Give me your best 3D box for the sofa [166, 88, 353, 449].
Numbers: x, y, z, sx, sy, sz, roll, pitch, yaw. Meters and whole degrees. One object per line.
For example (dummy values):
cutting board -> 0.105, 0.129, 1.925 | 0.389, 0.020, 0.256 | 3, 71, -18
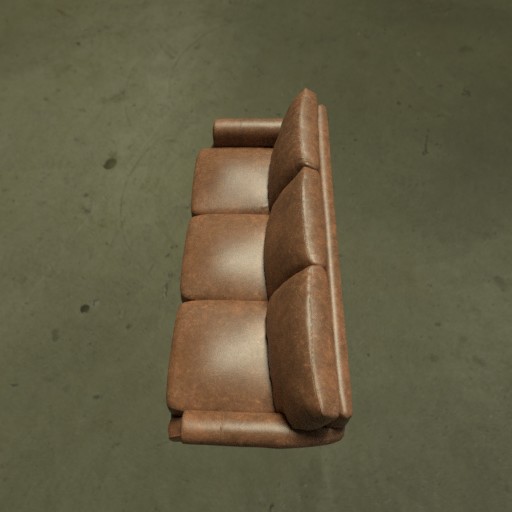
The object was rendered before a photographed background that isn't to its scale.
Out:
sofa -> 0.000, 0.000, 2.895 | 0.973, 0.977, 2.351 | 1, 58, 1
